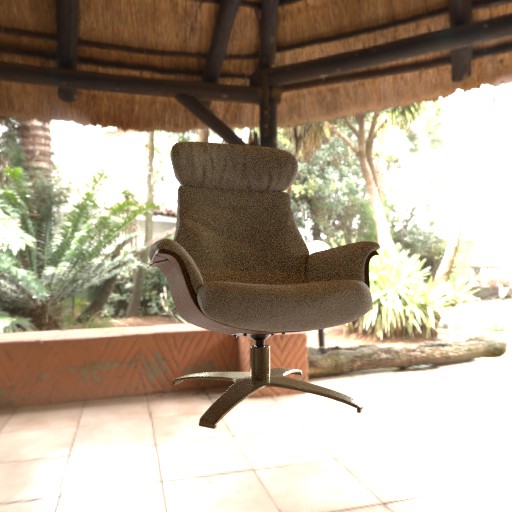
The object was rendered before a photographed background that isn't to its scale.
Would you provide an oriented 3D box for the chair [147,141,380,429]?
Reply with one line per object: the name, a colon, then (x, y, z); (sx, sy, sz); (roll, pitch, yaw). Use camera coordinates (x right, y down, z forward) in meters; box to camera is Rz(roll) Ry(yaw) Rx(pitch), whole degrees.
chair: (0.000, 0.000, 1.613); (0.785, 0.995, 0.837); (0, -1, -17)
